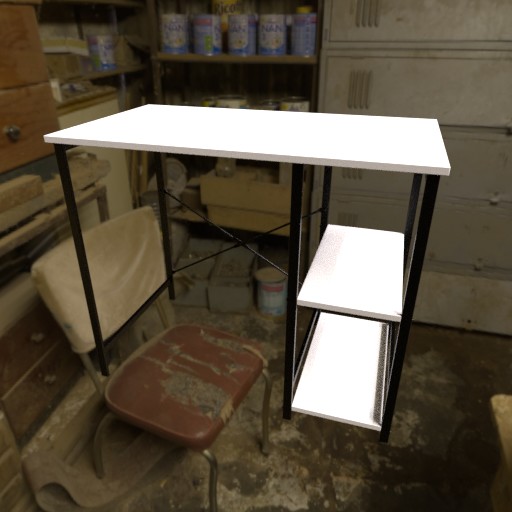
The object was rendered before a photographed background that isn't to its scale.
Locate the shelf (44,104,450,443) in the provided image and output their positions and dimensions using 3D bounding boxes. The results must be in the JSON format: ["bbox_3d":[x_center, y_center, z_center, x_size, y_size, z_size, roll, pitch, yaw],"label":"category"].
[{"bbox_3d":[0.000,0.000,1.316,0.902,0.750,0.498,8,28,15],"label":"shelf"}]
